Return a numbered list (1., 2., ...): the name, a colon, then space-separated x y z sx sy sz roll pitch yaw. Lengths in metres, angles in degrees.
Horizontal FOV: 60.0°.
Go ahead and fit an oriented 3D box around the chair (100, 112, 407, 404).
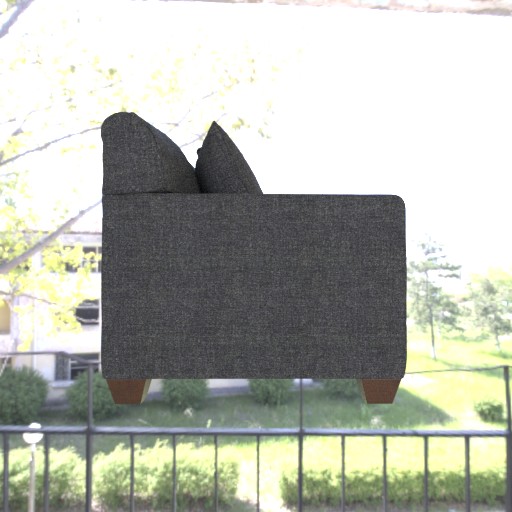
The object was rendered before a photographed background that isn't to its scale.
1. chair: 0.000 0.000 2.049 1.000 0.948 1.383 0 -1 0
